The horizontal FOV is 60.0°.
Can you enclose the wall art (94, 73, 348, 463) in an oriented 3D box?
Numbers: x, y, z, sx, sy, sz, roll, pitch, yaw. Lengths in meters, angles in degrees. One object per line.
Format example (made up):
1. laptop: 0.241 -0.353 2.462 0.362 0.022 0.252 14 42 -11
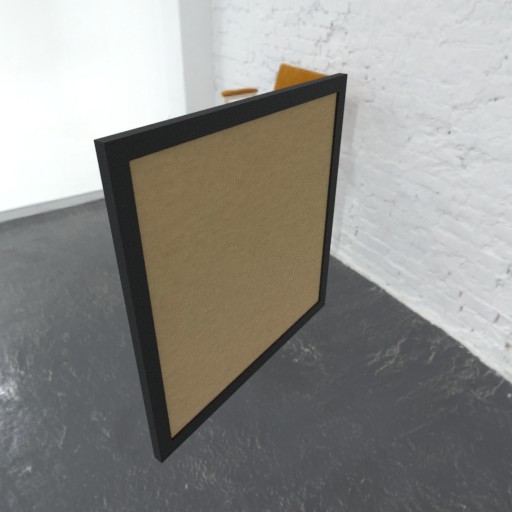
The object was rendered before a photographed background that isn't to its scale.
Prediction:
1. wall art: 0.000 0.000 0.520 0.012 0.357 0.358 22 37 31
